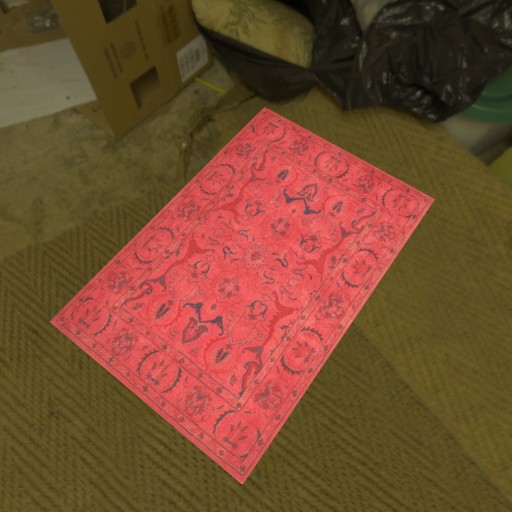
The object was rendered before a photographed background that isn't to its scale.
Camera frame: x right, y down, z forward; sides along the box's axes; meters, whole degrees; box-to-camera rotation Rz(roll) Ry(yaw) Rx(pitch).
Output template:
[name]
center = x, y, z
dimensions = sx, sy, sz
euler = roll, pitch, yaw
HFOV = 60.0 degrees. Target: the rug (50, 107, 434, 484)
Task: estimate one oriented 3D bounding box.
[rug]
center = 0.000, 0.000, 2.375
dimensions = 1.209, 0.008, 1.814
euler = 33, 67, 16
